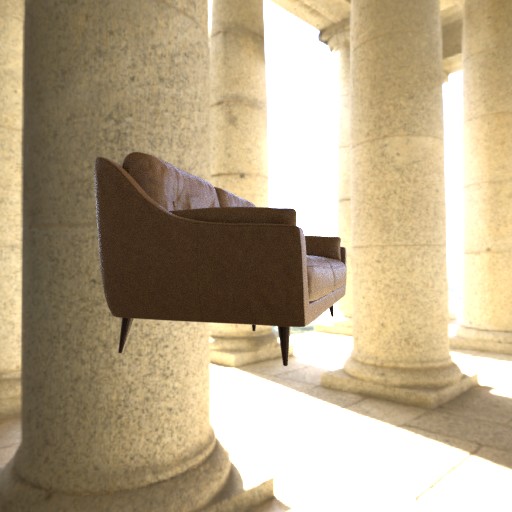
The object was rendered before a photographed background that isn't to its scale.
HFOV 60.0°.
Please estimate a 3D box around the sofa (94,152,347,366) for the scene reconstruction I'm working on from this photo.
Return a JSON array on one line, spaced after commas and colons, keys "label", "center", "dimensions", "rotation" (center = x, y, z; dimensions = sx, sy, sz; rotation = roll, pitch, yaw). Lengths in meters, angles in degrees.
[{"label": "sofa", "center": [0.000, 0.000, 2.480], "dimensions": [0.904, 0.839, 1.902], "rotation": [0, -1, 16]}]
